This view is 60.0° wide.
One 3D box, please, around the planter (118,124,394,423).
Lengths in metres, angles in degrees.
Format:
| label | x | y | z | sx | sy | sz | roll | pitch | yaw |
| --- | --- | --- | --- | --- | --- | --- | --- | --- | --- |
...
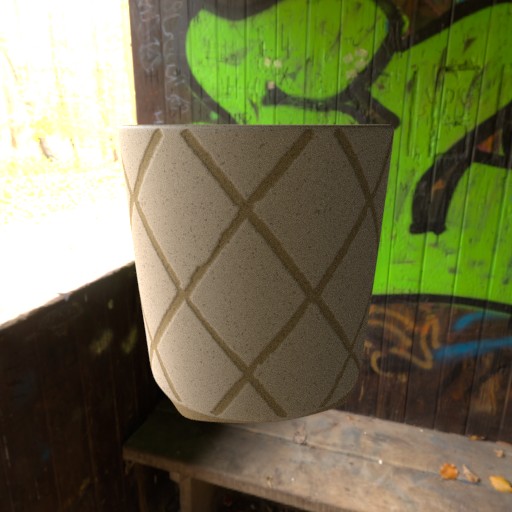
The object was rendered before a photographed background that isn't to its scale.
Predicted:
| label | x | y | z | sx | sy | sz | roll | pitch | yaw |
| --- | --- | --- | --- | --- | --- | --- | --- | --- | --- |
| planter | 0.000 | 0.000 | 0.413 | 0.228 | 0.235 | 0.228 | 0 | 17 | 0 |
